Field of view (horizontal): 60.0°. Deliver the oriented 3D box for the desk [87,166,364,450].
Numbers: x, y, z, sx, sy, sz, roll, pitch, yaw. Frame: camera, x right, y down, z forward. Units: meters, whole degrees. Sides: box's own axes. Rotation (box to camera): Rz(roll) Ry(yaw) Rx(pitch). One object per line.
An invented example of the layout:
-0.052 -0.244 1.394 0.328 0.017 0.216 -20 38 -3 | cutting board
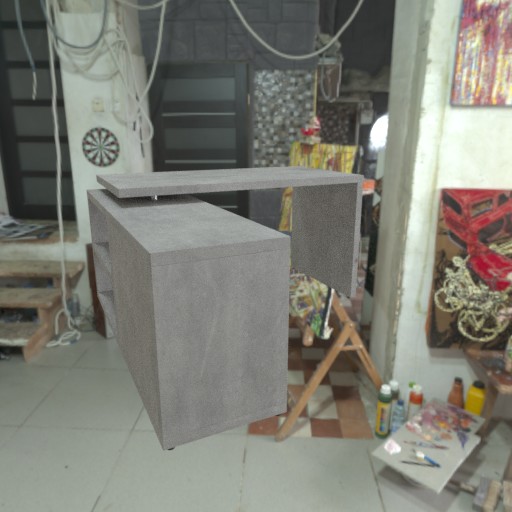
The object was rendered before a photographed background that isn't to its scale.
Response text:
0.000 0.000 2.246 1.400 0.740 1.500 -8 18 -25 | desk
